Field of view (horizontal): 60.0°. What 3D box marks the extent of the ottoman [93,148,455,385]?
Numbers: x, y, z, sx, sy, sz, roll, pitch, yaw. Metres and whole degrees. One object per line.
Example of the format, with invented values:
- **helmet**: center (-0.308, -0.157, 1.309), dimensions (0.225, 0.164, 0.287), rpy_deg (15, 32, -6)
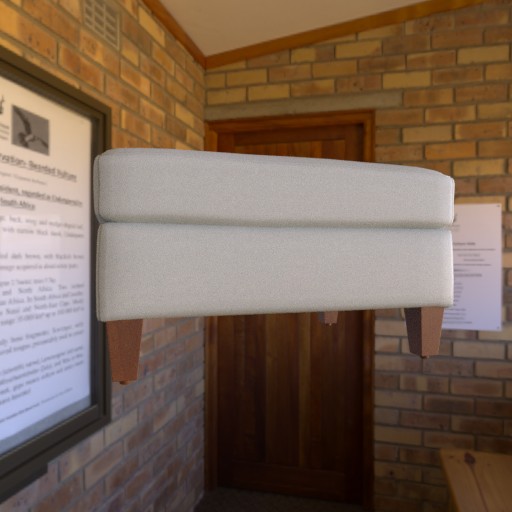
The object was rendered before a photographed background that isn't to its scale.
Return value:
- **ottoman**: center (0.000, 0.000, 1.220), dimensions (0.818, 0.496, 0.634), rpy_deg (0, 0, -17)
